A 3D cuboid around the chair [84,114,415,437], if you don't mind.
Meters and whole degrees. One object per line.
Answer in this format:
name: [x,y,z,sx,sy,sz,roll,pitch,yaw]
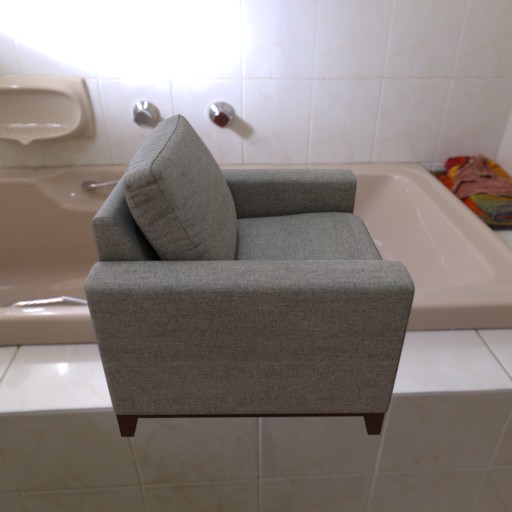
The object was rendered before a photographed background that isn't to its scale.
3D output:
chair: [0.000,0.000,1.850,1.038,1.010,1.024,0,31,0]
